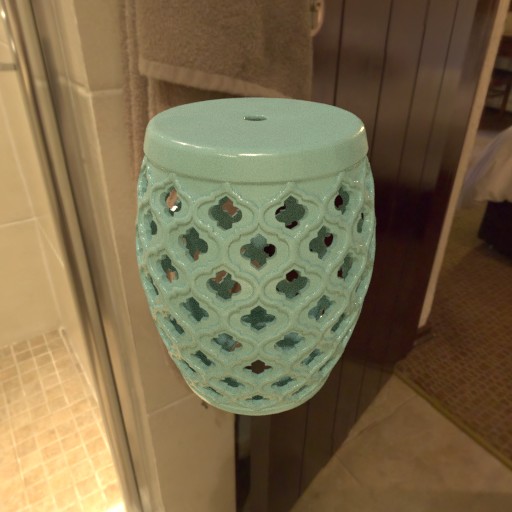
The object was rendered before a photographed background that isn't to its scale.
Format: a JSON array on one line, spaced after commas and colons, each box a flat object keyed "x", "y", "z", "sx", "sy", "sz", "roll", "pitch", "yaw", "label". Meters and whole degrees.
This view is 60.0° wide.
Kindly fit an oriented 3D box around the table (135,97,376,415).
[{"x": 0.000, "y": 0.000, "z": 0.634, "sx": 0.325, "sy": 0.388, "sz": 0.325, "roll": 0, "pitch": 31, "yaw": 0, "label": "table"}]
